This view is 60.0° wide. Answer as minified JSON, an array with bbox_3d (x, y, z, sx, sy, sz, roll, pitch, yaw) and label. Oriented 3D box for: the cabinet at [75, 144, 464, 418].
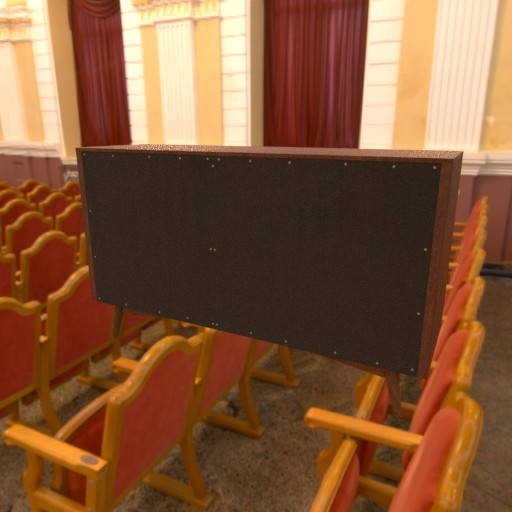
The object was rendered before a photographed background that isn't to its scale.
[{"bbox_3d":[0.000,0.000,2.001,1.575,0.940,0.505,8,18,26],"label":"cabinet"}]
